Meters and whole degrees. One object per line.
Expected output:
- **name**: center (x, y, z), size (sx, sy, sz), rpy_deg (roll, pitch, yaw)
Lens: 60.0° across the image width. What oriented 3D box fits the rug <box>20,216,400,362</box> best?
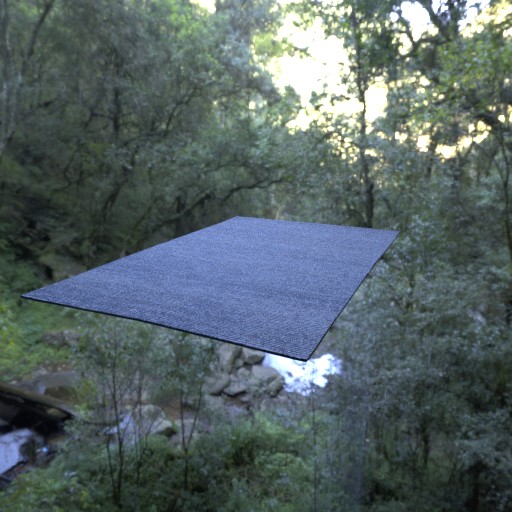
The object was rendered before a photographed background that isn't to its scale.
- **rug**: center (0.000, 0.000, 2.238), size (1.159, 0.025, 1.793), rpy_deg (7, 18, 24)
